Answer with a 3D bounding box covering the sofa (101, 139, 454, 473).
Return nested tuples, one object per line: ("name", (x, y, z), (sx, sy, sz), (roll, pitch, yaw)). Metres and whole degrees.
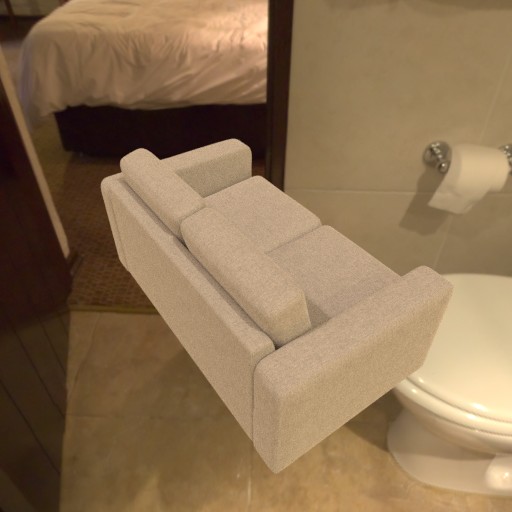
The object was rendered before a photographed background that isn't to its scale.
("sofa", (0.000, 0.000, 2.100), (0.900, 0.800, 1.540), (-25, 46, -26))
